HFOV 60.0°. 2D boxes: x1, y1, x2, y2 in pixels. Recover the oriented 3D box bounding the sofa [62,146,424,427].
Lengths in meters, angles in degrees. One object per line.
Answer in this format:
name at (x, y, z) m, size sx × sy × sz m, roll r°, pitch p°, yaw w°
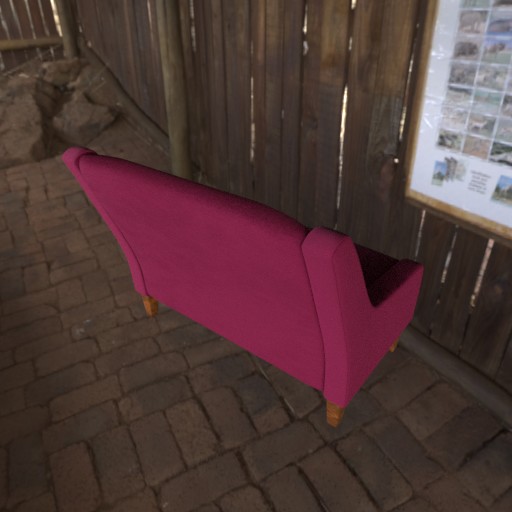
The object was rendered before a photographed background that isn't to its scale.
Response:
sofa at (0.000, 0.000, 1.980) m, size 1.242 × 0.976 × 0.946 m, roll 22°, pitch 38°, yaw 32°
